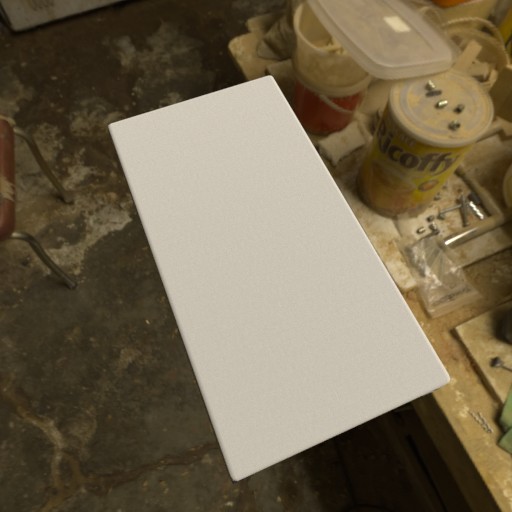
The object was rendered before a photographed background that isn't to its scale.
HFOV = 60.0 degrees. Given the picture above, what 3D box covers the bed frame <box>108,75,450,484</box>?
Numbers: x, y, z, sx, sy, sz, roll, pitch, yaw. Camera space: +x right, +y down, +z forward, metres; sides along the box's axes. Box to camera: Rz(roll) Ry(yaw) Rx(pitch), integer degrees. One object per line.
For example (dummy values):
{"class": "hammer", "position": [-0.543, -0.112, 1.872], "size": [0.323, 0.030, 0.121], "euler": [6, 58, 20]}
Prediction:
{"class": "bed frame", "position": [0.000, 0.000, 3.234], "size": [1.393, 0.680, 2.635], "euler": [-21, 66, -9]}
